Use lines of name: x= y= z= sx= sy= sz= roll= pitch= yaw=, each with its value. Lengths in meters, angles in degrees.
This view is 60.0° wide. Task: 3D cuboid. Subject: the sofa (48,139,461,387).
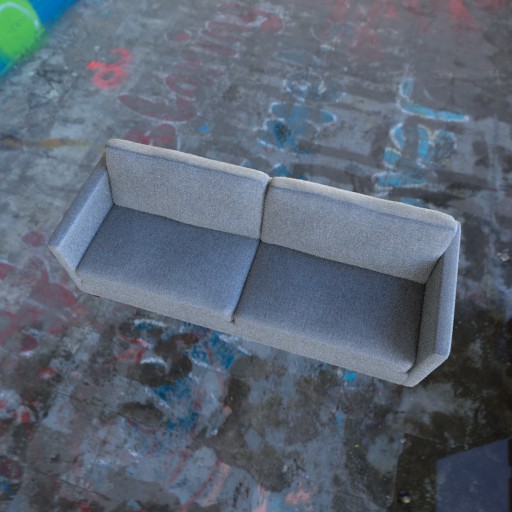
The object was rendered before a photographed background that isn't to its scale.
sofa: x=0.000 y=0.000 z=2.961 sx=2.434 sy=0.951 sz=0.948 roll=15 pitch=61 yaw=9
